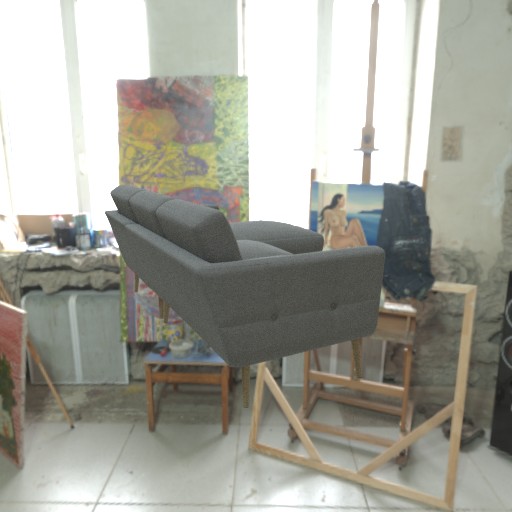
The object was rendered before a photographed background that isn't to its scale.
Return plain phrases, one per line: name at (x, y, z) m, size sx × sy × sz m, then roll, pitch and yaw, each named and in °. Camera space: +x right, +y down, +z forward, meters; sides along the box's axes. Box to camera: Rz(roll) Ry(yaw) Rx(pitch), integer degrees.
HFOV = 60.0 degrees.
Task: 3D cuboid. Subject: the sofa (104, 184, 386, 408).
sofa at (0.000, 0.000, 2.870) m, size 1.530 × 0.860 × 2.040 m, roll -7°, pitch 15°, yaw -27°
